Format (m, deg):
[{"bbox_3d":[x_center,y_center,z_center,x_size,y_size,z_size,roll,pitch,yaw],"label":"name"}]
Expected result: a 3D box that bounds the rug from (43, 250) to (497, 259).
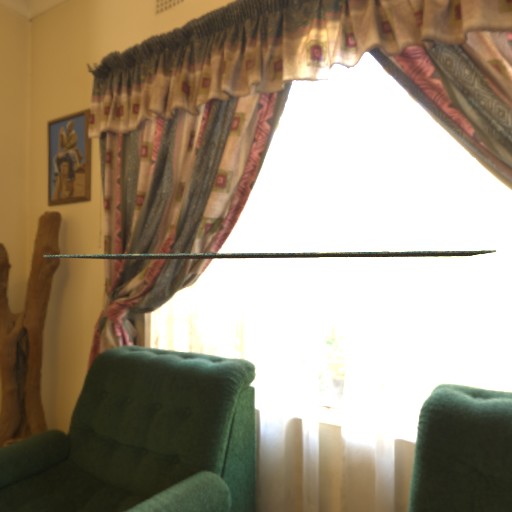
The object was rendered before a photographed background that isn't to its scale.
[{"bbox_3d":[0.000,0.000,2.650,2.435,0.011,0.750,-1,-2,17],"label":"rug"}]
